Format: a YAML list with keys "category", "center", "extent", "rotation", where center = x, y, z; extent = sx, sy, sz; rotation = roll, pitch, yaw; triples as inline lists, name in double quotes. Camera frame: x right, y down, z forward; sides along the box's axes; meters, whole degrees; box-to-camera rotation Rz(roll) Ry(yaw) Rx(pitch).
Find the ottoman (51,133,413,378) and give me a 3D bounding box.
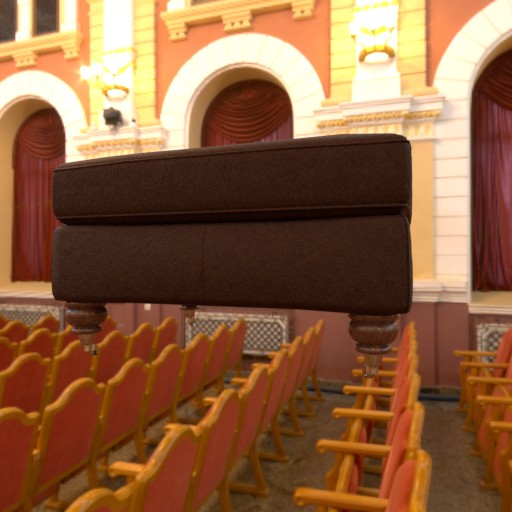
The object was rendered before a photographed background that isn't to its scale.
- category: "ottoman"
  center: [0.000, 0.000, 1.781]
  extent: [1.187, 0.730, 0.967]
  rotation: [0, 0, 19]
